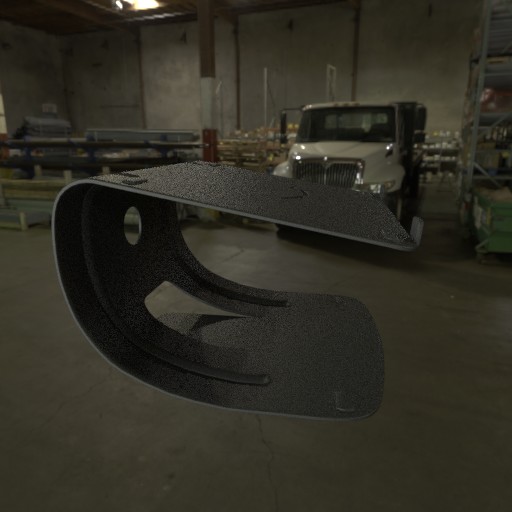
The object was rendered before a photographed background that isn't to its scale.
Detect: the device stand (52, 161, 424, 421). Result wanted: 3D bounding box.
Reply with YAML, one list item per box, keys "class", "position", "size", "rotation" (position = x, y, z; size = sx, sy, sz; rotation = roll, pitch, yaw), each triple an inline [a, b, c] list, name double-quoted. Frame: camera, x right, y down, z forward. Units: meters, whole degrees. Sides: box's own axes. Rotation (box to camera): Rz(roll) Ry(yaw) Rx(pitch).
- class: "device stand"
  position: [0.000, 0.000, 0.397]
  size: [0.236, 0.155, 0.256]
  rotation: [3, 15, 10]
